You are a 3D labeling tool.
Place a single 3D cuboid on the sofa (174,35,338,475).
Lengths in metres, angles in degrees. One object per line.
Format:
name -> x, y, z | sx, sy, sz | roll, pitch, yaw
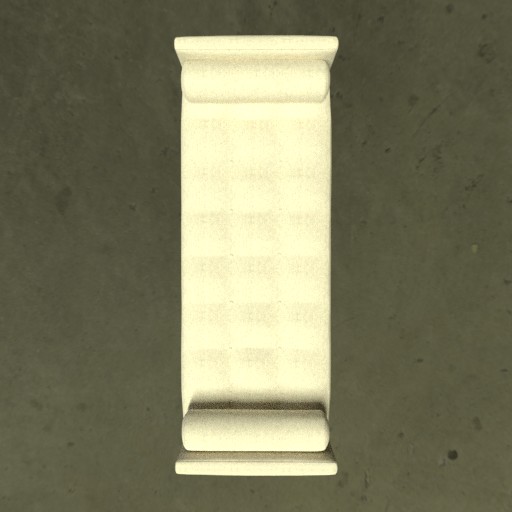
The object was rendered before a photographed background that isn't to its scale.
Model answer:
sofa -> 0.000, 0.000, 2.412 | 0.797, 0.655, 2.102 | 0, 91, 1
